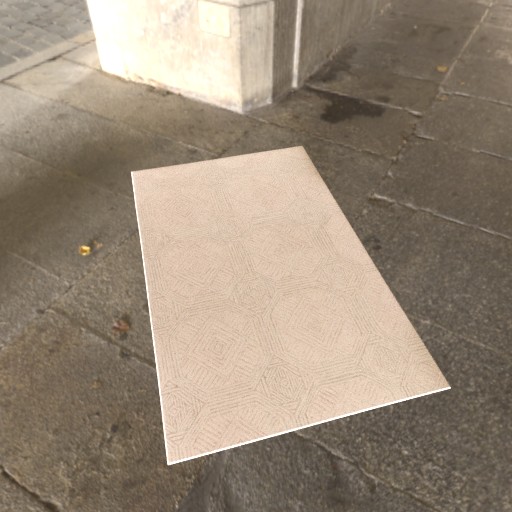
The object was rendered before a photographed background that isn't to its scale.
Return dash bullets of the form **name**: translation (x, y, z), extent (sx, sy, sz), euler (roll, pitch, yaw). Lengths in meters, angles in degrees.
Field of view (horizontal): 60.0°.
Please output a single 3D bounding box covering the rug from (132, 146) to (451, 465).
- **rug**: translation (0.000, 0.000, 3.063), extent (1.524, 0.008, 2.440), euler (-11, 47, -10)
